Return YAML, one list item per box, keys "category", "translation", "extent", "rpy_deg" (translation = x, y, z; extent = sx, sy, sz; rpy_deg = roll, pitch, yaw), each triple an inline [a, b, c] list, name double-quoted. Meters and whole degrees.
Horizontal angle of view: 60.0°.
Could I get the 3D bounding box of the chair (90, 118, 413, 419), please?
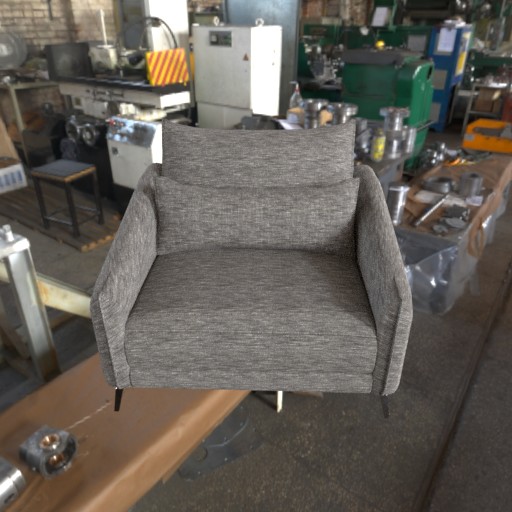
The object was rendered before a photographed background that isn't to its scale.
- category: "chair"
  translation: [0.000, 0.000, 1.625]
  extent: [1.004, 0.842, 0.805]
  rpy_deg: [1, 28, 2]
